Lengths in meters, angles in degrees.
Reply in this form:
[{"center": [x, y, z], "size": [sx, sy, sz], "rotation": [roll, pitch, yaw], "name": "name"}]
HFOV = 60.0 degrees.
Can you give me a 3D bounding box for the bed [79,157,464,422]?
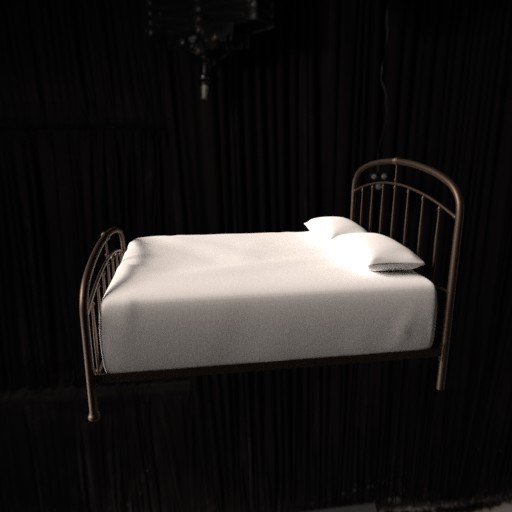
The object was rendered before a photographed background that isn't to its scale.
[{"center": [0.000, 0.000, 3.284], "size": [2.180, 1.425, 1.711], "rotation": [-2, 14, -9], "name": "bed"}]
